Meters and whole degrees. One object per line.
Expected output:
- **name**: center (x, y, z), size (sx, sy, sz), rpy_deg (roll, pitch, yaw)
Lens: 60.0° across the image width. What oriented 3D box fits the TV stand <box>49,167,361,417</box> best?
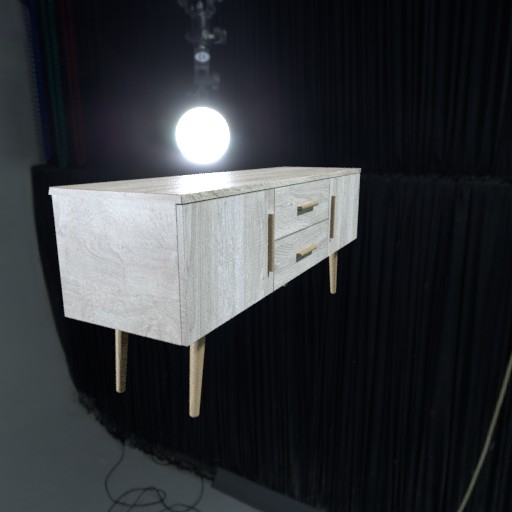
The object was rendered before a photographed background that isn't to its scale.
- **TV stand**: center (0.000, 0.000, 1.565), size (0.401, 0.565, 1.313), rpy_deg (7, 15, 27)
